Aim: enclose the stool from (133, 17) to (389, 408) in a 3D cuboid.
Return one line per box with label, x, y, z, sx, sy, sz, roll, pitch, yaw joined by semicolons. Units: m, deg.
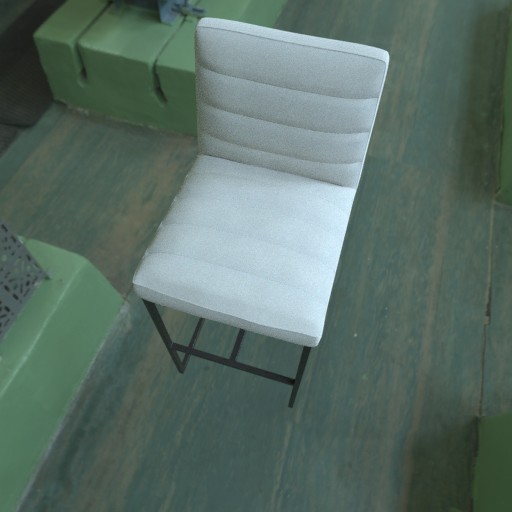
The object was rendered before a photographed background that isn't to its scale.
stool;0.000;0.000;1.297;0.464;1.061;0.573;15;60;9
